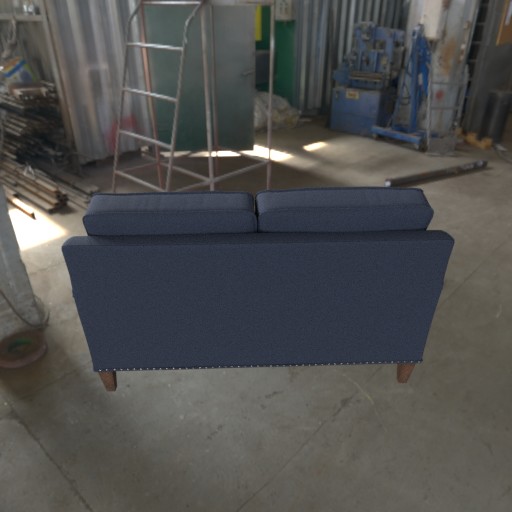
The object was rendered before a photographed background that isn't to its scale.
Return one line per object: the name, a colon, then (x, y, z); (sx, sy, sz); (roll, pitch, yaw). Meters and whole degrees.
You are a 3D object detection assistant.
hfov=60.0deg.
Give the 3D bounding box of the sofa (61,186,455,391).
sofa: (0.000, 0.000, 2.310); (1.597, 1.003, 1.084); (-1, 29, -2)
